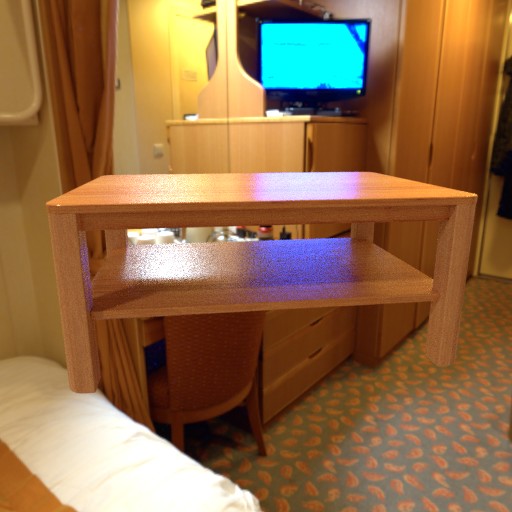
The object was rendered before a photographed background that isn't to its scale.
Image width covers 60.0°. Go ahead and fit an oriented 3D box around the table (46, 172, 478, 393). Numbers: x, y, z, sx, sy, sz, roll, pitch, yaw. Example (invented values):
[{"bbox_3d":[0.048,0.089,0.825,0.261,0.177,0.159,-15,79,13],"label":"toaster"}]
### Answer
[{"bbox_3d":[0.000,0.000,1.371,0.997,0.445,0.696,-2,16,-8],"label":"table"}]
